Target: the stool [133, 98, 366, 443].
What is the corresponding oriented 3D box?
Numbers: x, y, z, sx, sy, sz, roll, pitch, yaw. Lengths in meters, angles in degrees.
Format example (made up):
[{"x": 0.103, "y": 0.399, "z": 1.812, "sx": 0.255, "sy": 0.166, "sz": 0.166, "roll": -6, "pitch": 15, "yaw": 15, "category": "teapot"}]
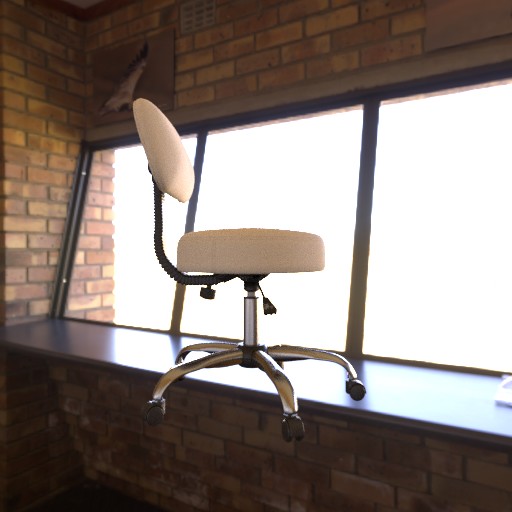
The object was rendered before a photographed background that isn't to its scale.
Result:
[{"x": 0.000, "y": 0.000, "z": 1.248, "sx": 0.616, "sy": 0.810, "sz": 0.609, "roll": 0, "pitch": 0, "yaw": 0, "category": "stool"}]
